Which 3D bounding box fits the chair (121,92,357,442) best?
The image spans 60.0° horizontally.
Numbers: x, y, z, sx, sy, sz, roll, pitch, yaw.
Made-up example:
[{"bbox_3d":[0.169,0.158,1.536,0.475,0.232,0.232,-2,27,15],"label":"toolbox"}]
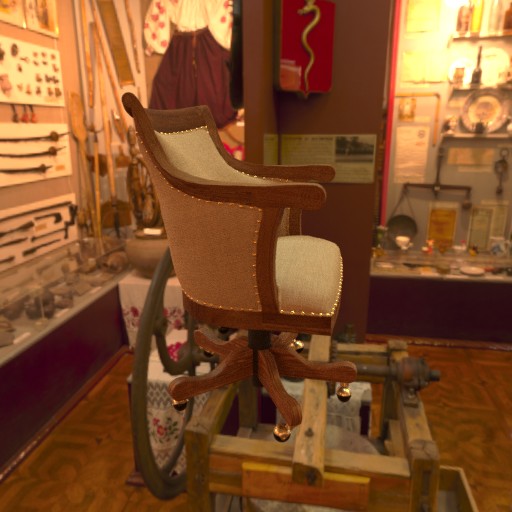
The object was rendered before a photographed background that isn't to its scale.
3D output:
[{"bbox_3d":[0.000,0.000,1.441,0.689,0.965,0.656,3,16,11],"label":"chair"}]
